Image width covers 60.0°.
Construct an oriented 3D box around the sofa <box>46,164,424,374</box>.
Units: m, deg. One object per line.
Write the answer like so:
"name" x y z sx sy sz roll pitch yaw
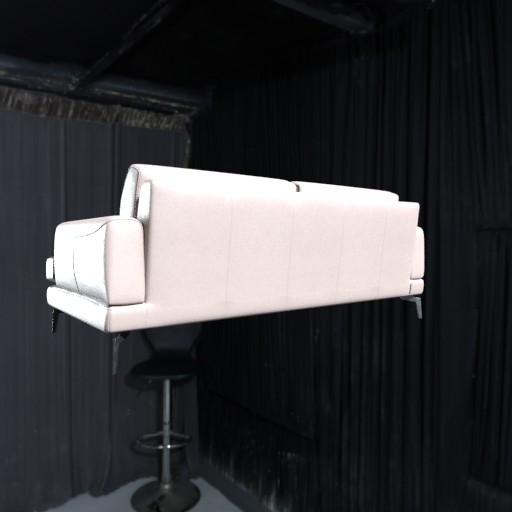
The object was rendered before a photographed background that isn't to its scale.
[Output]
"sofa" 0.000 0.000 2.422 1.940 0.765 0.974 -1 2 -37
